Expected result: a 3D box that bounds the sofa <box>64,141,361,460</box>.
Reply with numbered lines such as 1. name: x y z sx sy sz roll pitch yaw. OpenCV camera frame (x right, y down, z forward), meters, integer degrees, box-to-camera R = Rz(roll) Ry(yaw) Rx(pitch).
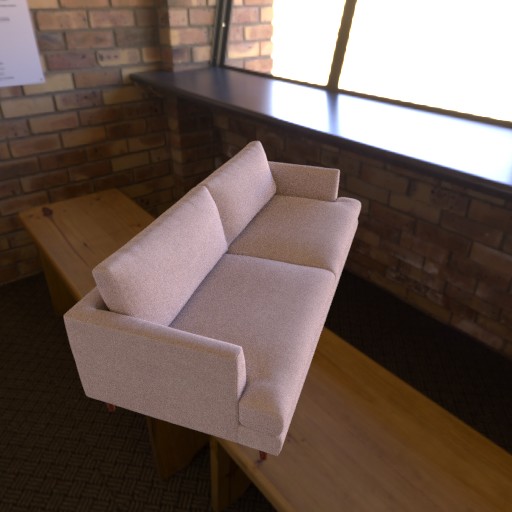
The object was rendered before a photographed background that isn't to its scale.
1. sofa: 0.000 0.000 2.797 1.020 0.868 2.250 10 32 17
